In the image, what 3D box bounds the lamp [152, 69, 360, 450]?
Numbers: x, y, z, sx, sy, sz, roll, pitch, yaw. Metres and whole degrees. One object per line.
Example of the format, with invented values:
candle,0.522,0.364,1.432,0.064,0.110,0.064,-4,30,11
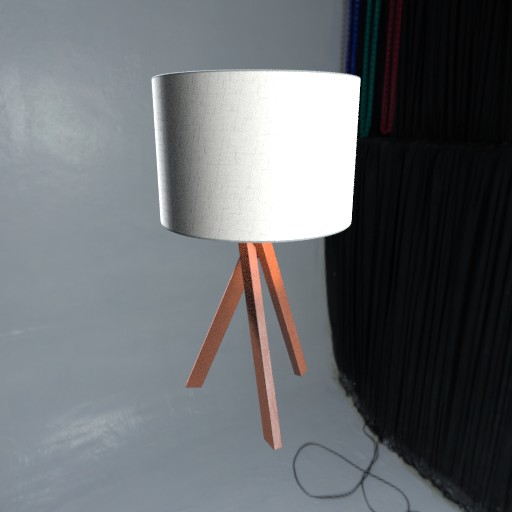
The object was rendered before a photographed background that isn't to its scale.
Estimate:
lamp,0.000,0.000,0.928,0.380,0.686,0.380,-9,19,-27
